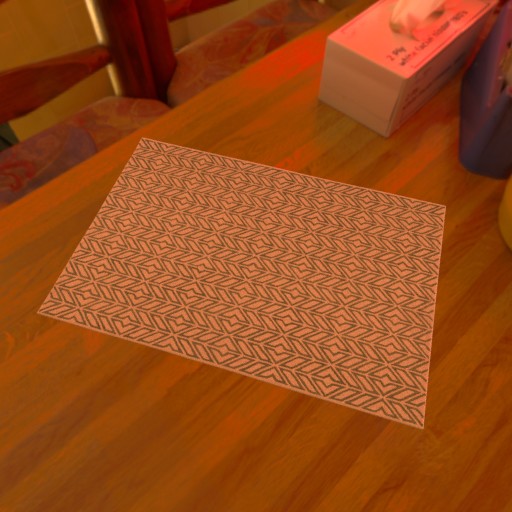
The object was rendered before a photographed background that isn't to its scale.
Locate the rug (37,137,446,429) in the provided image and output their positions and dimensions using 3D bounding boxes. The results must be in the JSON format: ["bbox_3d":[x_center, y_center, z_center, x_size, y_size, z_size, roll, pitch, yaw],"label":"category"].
[{"bbox_3d":[0.000,0.000,2.290,1.828,0.007,1.220,14,60,8],"label":"rug"}]
